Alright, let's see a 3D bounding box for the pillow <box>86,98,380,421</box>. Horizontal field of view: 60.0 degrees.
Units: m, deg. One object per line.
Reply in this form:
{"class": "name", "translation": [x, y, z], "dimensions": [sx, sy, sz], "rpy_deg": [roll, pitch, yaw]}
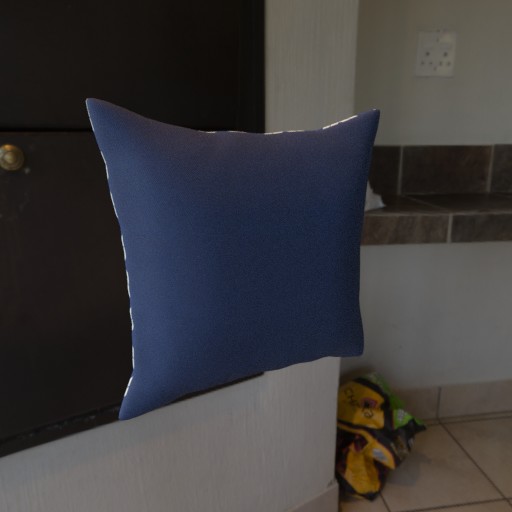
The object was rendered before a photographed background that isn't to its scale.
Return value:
{"class": "pillow", "translation": [0.000, 0.000, 0.760], "dimensions": [0.504, 0.494, 0.188], "rpy_deg": [-8, 17, -26]}
